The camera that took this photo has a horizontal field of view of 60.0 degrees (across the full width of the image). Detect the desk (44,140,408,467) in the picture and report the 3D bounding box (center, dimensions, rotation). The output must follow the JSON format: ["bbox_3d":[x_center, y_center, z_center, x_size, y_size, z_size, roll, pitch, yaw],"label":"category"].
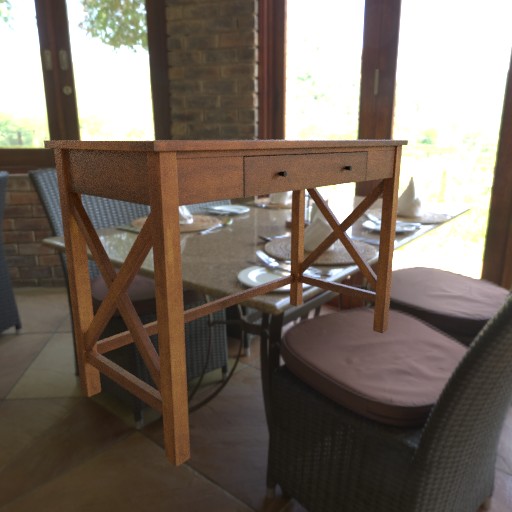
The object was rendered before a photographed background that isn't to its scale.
[{"bbox_3d":[0.000,0.000,1.508,0.508,0.762,1.117,13,20,41],"label":"desk"}]
